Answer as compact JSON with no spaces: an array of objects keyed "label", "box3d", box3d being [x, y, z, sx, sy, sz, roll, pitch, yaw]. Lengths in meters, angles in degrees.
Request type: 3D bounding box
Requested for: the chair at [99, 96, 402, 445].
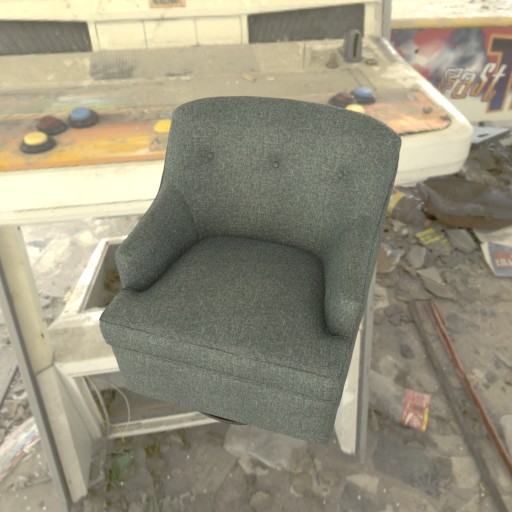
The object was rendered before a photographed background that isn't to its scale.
[{"label":"chair","box3d":[0.000,0.000,1.619,0.864,0.856,0.923,11,41,13]}]
